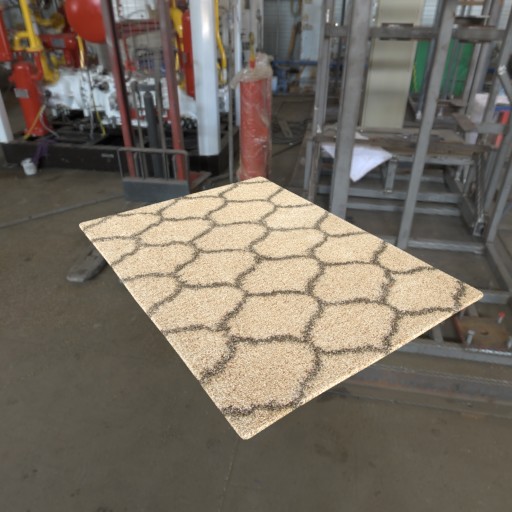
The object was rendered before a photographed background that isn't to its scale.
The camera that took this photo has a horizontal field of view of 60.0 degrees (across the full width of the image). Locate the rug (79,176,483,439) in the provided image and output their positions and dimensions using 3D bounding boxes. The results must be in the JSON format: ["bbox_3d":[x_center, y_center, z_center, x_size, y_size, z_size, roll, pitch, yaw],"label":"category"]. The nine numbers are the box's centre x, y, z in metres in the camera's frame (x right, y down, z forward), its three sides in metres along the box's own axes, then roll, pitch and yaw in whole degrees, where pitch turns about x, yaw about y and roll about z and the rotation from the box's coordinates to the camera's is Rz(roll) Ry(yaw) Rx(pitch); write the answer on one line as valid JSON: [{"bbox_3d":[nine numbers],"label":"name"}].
[{"bbox_3d":[0.000,0.000,2.103,1.200,0.025,1.600,-20,37,-29],"label":"rug"}]
